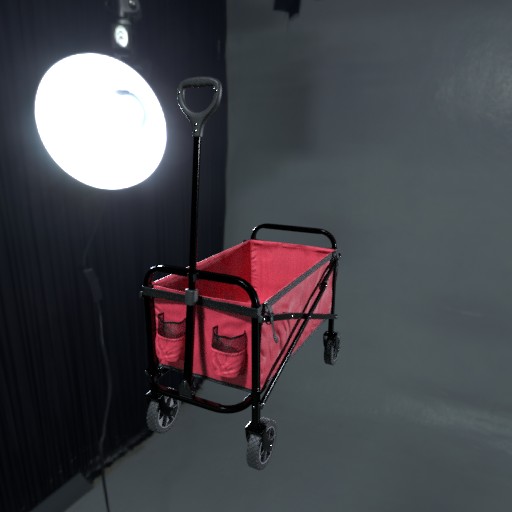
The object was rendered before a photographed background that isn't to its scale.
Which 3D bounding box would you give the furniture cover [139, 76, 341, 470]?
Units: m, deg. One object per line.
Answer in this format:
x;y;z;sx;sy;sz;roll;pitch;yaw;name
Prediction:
0.000;0.000;1.815;0.532;1.295;1.038;8;17;26;furniture cover
